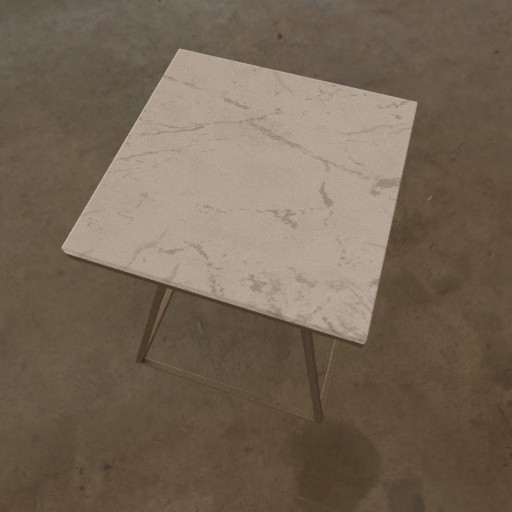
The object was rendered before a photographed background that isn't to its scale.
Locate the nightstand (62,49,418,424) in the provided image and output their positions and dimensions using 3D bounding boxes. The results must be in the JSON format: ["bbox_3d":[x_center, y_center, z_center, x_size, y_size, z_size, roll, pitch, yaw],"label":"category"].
[{"bbox_3d":[0.000,0.000,0.885,0.455,0.554,0.455,16,64,8],"label":"nightstand"}]
